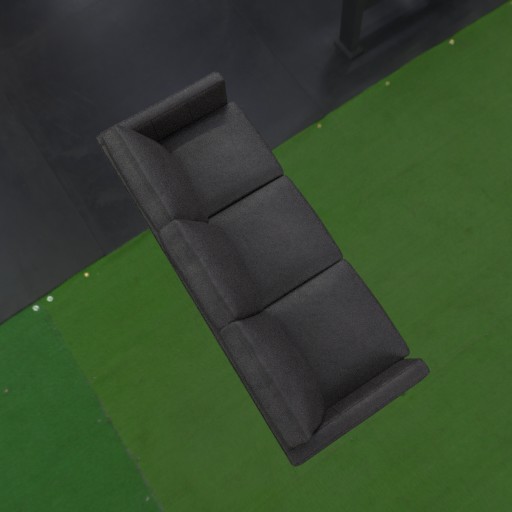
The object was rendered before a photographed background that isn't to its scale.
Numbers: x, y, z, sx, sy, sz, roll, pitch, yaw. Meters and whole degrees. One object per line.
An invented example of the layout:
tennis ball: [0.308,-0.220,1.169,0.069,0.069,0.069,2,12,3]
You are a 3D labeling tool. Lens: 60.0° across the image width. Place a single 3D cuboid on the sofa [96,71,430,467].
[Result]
sofa: [0.000,0.000,3.101,1.045,1.006,2.464,-32,78,-8]
